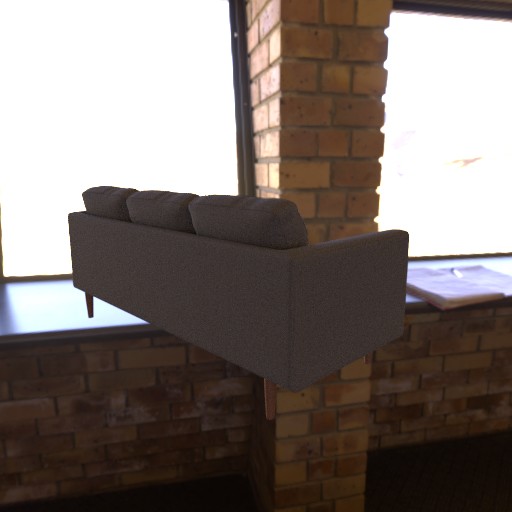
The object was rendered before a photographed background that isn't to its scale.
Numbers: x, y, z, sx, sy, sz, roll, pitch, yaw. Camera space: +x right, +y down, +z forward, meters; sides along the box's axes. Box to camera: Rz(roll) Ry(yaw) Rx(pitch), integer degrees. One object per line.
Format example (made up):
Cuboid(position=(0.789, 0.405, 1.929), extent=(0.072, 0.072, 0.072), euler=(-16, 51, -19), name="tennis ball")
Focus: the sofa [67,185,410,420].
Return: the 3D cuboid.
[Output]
Cuboid(position=(0.000, 0.000, 2.851), extent=(1.591, 0.897, 2.031), euler=(-11, 16, -43), name="sofa")
